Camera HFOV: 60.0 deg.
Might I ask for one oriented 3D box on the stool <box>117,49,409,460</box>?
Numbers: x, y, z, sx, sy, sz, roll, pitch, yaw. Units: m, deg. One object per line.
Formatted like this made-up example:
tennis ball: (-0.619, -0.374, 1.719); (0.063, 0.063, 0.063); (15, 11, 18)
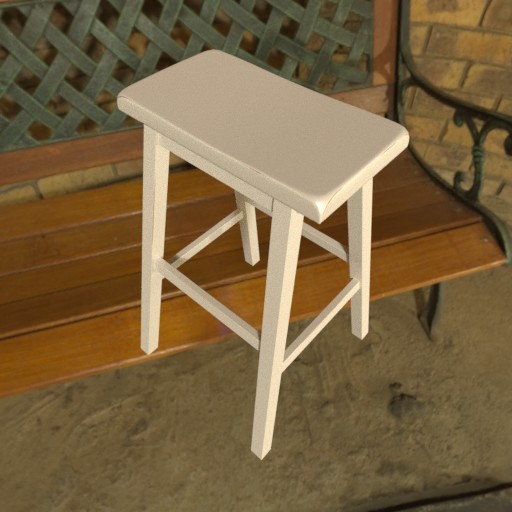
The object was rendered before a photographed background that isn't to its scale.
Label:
stool: (0.000, 0.000, 1.009); (0.457, 0.737, 0.476); (34, 56, 26)
